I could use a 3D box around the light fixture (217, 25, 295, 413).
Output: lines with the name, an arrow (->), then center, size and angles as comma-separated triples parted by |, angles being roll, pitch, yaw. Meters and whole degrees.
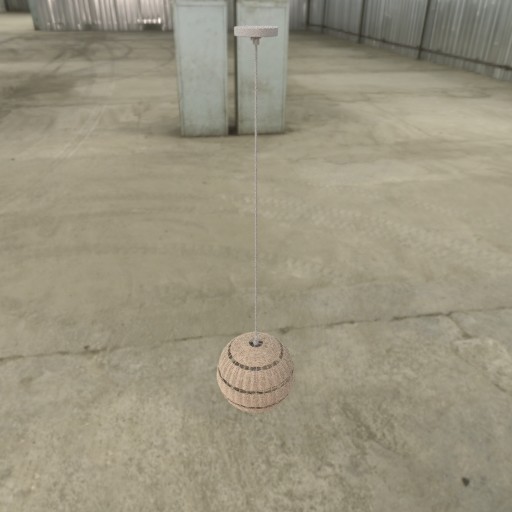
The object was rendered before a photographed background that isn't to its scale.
light fixture -> 0.000, 0.000, 2.196 | 0.457, 2.019, 0.457 | 9, 32, 15
